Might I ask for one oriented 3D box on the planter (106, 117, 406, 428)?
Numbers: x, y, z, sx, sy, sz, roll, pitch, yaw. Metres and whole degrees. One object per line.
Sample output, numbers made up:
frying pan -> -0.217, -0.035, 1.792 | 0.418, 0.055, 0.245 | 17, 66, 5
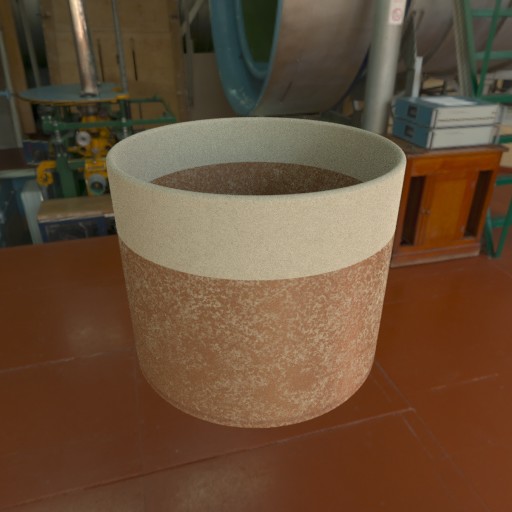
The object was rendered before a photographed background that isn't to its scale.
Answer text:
planter -> 0.000, 0.000, 0.276 | 0.159, 0.138, 0.159 | 0, 28, 0
